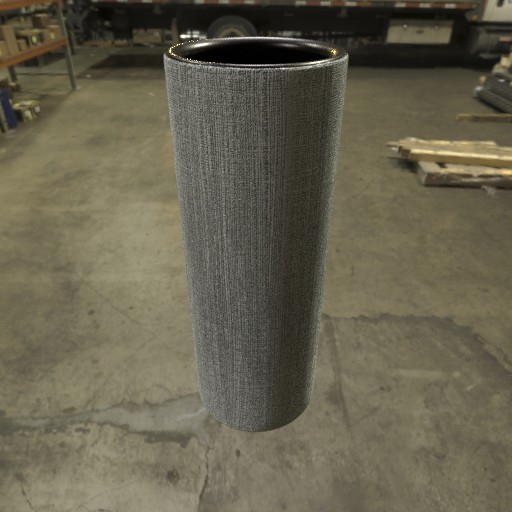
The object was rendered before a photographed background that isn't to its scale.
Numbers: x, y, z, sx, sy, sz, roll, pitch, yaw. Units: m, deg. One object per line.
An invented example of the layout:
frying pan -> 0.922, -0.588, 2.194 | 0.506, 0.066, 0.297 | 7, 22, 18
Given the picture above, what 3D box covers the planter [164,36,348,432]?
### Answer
planter -> 0.000, 0.000, 0.315 | 0.100, 0.270, 0.100 | 0, 33, 1
